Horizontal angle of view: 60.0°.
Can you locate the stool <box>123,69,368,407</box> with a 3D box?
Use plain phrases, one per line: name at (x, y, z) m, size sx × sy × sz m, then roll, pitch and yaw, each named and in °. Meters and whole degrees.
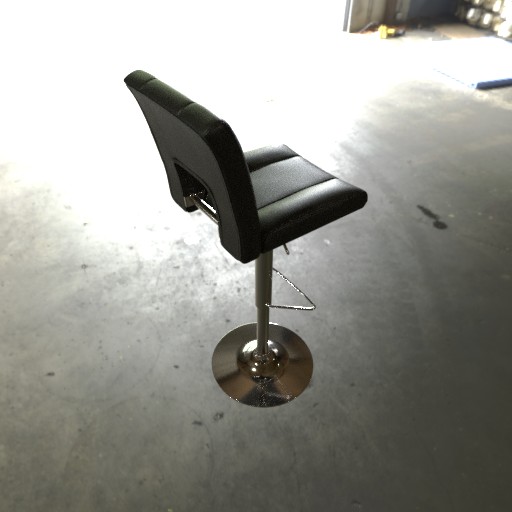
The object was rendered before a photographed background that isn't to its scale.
stool at (0.000, 0.000, 1.413) m, size 0.520 × 1.151 × 0.415 m, roll -25°, pitch 46°, yaw -27°
